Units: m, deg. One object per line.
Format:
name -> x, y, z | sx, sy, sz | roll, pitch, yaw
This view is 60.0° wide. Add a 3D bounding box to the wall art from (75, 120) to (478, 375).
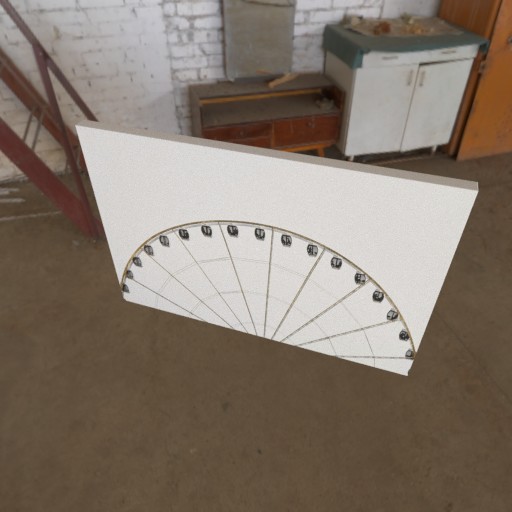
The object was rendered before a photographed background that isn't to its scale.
wall art -> 0.000, 0.000, 1.154 | 0.898, 0.601, 0.038 | 13, 42, 14
